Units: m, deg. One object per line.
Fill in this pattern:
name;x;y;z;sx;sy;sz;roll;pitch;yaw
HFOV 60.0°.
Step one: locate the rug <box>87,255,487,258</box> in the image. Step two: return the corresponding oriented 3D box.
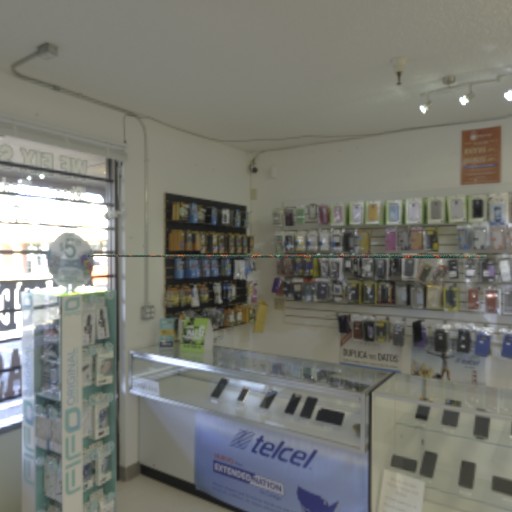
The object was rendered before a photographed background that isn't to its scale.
rug;0.000;0.000;2.542;2.286;0.013;0.686;0;0;35
